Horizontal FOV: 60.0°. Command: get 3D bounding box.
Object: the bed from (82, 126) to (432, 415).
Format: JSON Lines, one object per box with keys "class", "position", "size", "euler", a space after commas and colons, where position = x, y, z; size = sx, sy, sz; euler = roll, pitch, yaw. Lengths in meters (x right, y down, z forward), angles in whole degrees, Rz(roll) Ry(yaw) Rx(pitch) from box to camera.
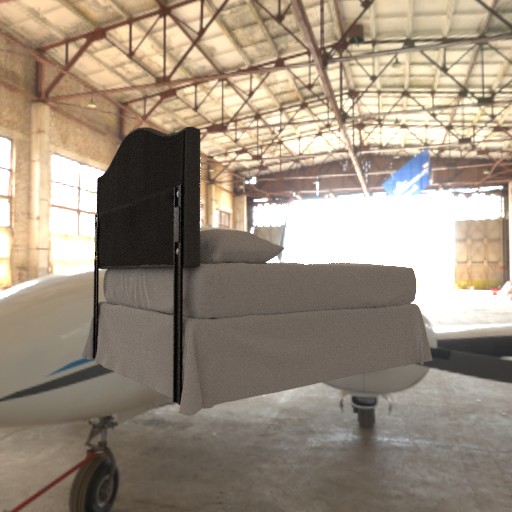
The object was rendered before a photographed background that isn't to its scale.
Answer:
{"class": "bed", "position": [0.000, 0.000, 3.544], "size": [2.221, 1.645, 1.876], "euler": [1, -2, -36]}
